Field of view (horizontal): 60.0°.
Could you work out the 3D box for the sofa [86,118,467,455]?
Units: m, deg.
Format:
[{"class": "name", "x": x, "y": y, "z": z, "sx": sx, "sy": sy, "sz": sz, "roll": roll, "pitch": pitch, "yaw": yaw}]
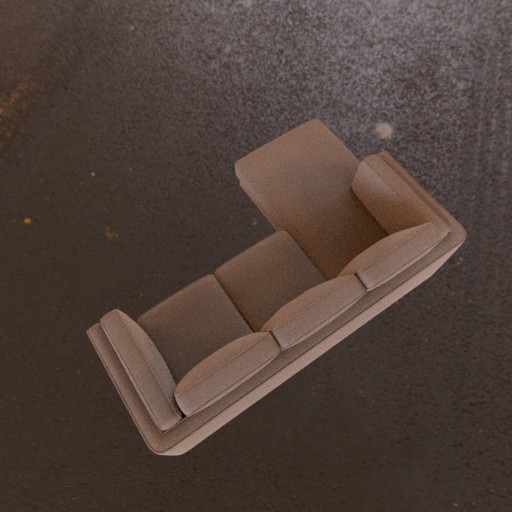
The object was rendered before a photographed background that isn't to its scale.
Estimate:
[{"class": "sofa", "x": 0.000, "y": 0.000, "z": 3.183, "sx": 2.411, "sy": 0.929, "sz": 1.604, "roll": -32, "pitch": 69, "yaw": -14}]
